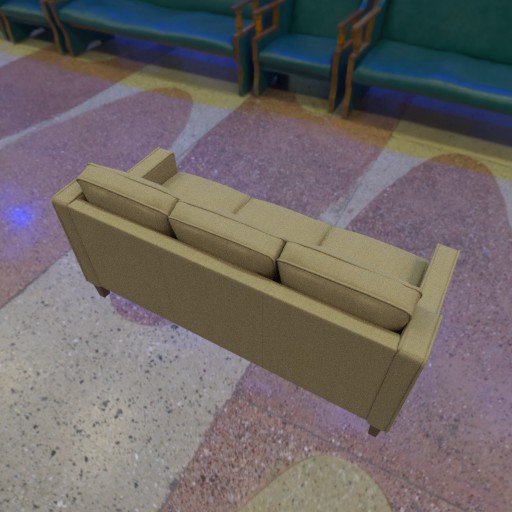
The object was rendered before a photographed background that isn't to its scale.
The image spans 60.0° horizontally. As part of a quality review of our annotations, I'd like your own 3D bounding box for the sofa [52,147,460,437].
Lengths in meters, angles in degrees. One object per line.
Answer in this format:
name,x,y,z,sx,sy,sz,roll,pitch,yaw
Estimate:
sofa,0.000,0.000,2.518,1.986,0.974,0.911,22,50,20
